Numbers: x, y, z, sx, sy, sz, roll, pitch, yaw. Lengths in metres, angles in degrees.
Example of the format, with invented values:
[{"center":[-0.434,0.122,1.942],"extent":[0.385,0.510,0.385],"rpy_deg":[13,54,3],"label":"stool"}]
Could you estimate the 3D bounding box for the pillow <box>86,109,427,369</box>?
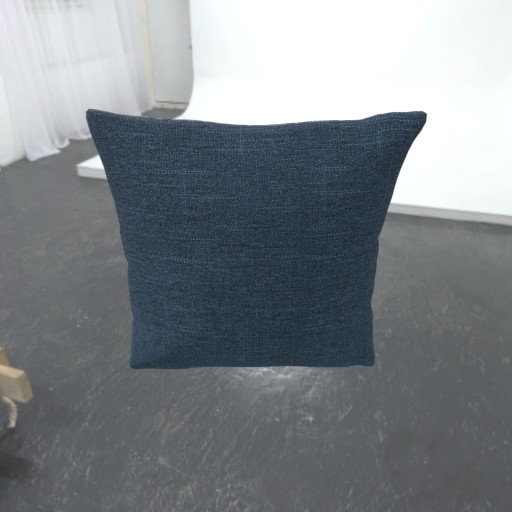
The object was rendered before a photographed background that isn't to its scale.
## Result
[{"center":[0.000,0.000,0.669],"extent":[0.435,0.435,0.159],"rpy_deg":[-1,30,-2],"label":"pillow"}]
